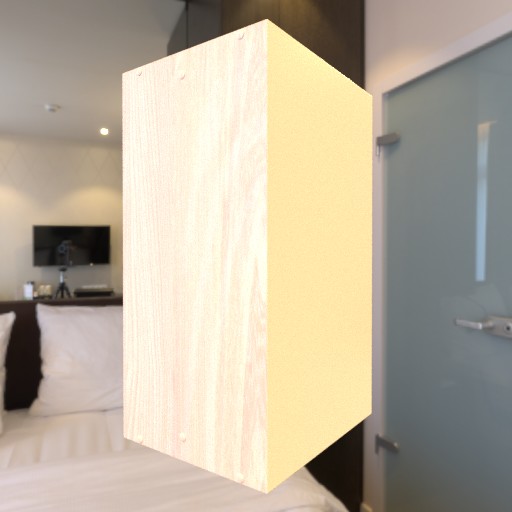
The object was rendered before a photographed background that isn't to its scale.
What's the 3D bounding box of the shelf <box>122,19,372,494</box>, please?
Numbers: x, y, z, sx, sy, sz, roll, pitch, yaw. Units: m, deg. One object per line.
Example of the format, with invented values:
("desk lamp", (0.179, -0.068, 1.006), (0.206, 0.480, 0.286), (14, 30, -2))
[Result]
("shelf", (0.000, 0.000, 0.785), (0.290, 0.600, 0.350), (0, 1, 36))
